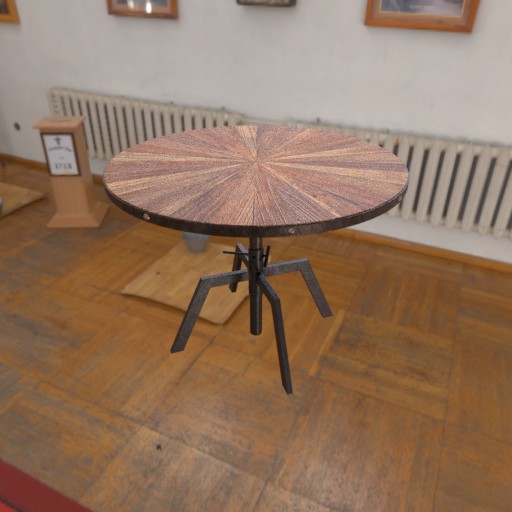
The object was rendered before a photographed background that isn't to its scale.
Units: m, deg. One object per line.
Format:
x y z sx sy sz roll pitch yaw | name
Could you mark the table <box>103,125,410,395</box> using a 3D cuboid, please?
0.000 0.000 1.496 0.885 0.658 0.885 0 30 0 | table
